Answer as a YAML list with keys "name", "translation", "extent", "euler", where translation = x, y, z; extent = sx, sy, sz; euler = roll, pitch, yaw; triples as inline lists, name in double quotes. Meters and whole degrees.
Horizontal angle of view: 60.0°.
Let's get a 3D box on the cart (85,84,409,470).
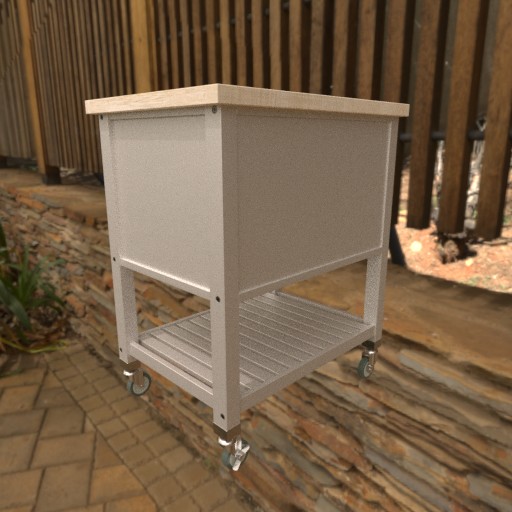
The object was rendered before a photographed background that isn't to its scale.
- name: "cart"
  translation: [0.000, 0.000, 1.395]
  extent: [0.762, 0.914, 0.559]
  euler: [-14, 21, -43]
